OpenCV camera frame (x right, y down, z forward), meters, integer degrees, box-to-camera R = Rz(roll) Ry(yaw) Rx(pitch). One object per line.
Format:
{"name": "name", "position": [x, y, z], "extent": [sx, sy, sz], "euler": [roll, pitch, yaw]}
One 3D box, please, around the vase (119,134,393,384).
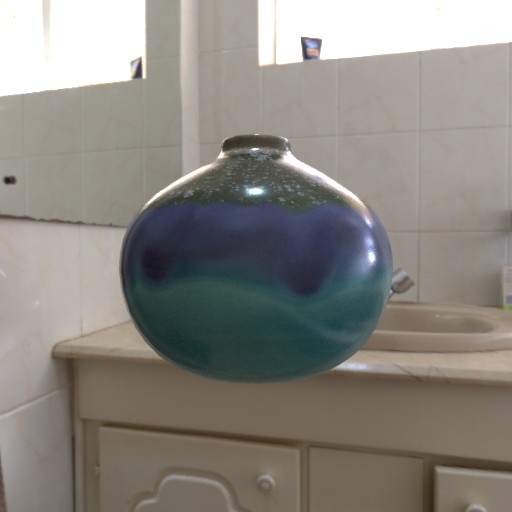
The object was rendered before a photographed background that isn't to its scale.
{"name": "vase", "position": [0.000, 0.000, 0.260], "extent": [0.154, 0.133, 0.154], "euler": [0, 1, 0]}
